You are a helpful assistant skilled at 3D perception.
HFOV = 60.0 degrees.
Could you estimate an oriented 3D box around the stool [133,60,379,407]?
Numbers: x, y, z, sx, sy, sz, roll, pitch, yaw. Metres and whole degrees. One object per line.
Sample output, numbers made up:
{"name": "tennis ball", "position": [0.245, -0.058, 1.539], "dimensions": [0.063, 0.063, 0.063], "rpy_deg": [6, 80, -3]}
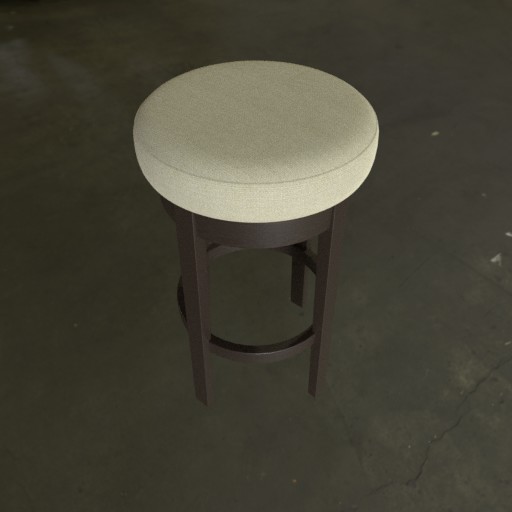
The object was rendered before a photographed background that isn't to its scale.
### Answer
{"name": "stool", "position": [0.000, 0.000, 1.021], "dimensions": [0.446, 0.758, 0.446], "rpy_deg": [0, 45, 0]}
